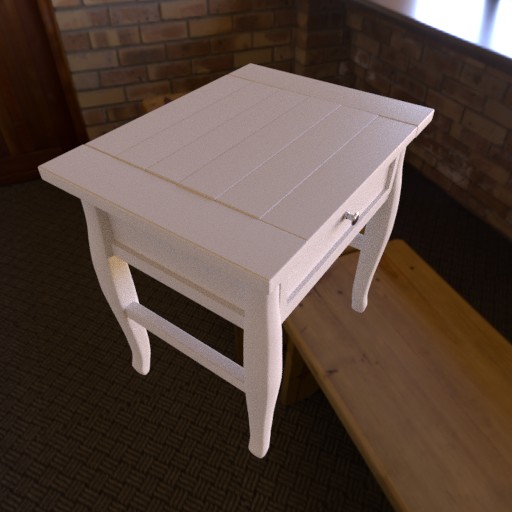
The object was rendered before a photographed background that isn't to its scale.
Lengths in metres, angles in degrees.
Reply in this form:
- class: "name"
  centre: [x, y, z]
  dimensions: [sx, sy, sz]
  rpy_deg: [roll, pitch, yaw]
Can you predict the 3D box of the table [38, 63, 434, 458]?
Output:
- class: "table"
  centre: [0.000, 0.000, 1.016]
  dimensions: [0.463, 0.605, 0.599]
  rpy_deg: [25, 48, 25]
